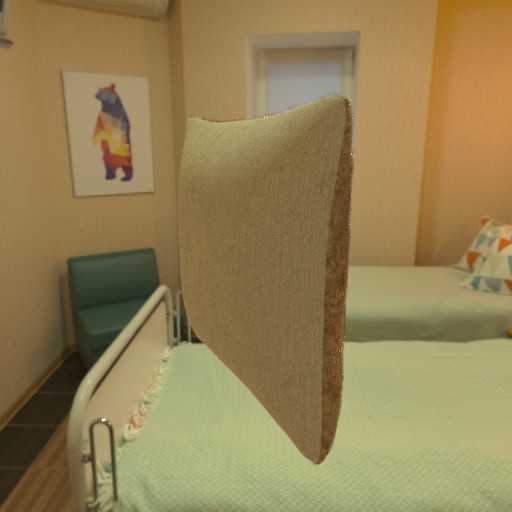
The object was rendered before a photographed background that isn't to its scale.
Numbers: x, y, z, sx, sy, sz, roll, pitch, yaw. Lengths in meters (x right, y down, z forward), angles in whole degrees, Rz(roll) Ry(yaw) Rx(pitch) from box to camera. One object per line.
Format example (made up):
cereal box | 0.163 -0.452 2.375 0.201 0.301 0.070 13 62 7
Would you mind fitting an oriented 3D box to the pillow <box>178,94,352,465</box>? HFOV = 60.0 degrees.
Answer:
pillow | 0.000 0.000 0.818 0.216 0.525 0.538 -7 16 -27
